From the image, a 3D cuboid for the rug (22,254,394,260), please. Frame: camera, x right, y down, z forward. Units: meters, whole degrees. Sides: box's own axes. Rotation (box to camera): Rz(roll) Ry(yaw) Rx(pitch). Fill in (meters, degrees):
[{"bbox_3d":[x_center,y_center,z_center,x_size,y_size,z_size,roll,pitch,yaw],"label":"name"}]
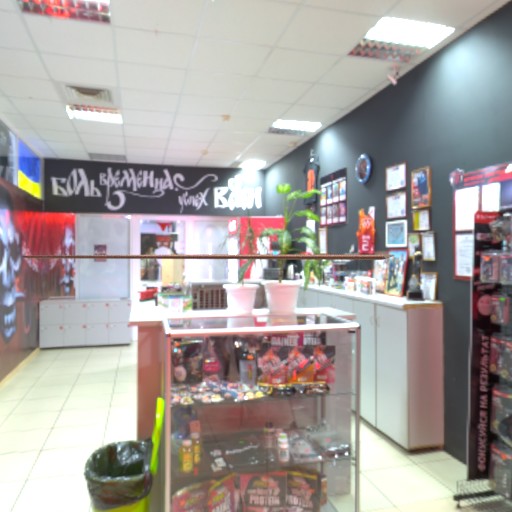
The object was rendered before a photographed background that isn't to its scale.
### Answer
[{"bbox_3d":[0.000,0.000,4.104,2.413,0.020,3.041,0,0,18],"label":"rug"}]
